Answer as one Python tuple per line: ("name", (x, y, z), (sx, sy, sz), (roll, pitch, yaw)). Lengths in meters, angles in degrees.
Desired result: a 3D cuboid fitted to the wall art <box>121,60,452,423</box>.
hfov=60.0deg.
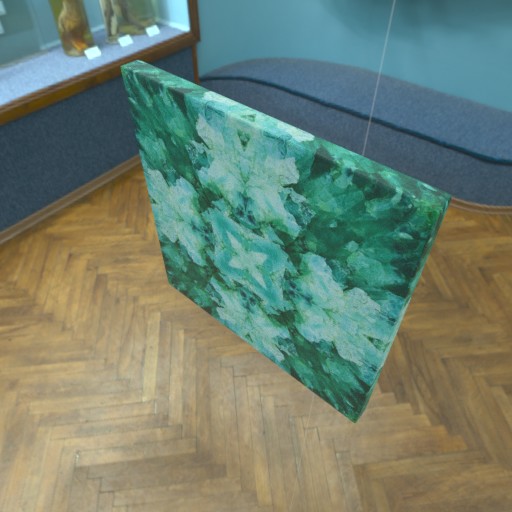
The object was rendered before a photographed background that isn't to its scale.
("wall art", (0.000, 0.000, 0.742), (0.507, 0.508, 0.038), (32, 54, 27))
